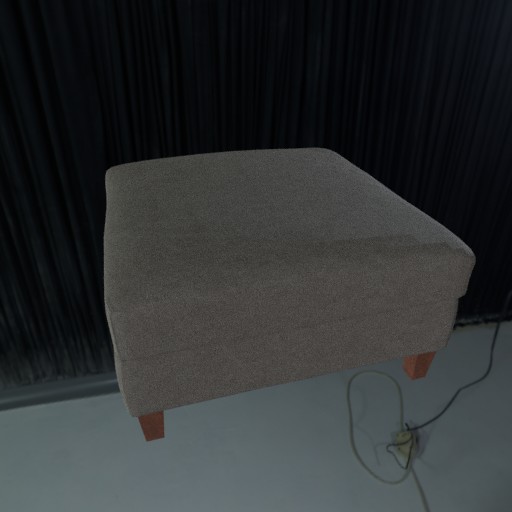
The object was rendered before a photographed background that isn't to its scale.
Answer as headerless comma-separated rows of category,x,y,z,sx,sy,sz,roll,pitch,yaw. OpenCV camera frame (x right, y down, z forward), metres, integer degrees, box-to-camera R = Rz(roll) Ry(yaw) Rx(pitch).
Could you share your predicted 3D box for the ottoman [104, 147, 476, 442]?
ottoman,0.000,0.000,1.386,0.861,0.482,0.881,-8,32,-14
